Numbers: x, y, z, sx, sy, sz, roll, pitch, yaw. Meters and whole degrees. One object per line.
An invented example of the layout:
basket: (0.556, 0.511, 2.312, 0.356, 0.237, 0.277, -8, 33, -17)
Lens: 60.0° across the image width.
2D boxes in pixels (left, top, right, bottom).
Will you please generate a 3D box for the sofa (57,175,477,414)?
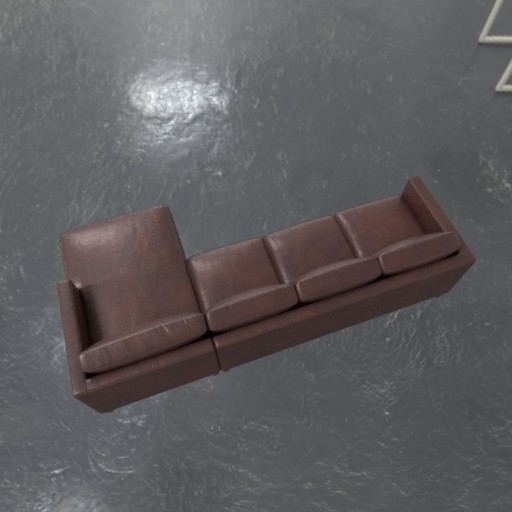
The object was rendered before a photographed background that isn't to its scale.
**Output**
sofa: (0.000, 0.000, 3.894, 3.203, 0.883, 1.581, -17, 62, -10)
